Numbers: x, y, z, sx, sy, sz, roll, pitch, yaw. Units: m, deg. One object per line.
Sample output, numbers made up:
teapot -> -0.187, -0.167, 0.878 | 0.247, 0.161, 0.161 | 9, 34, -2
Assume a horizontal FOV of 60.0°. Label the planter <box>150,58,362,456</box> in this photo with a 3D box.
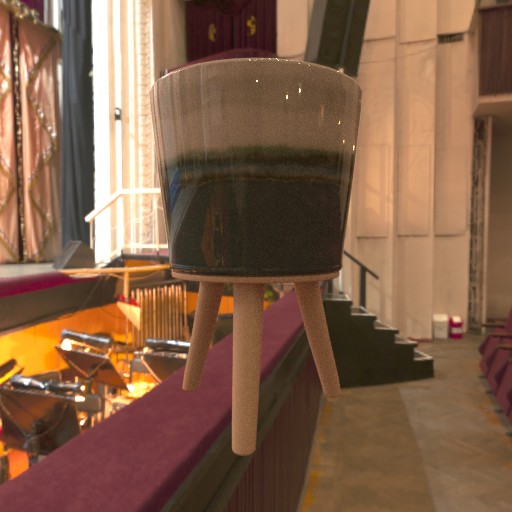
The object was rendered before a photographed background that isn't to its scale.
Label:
planter -> 0.000, 0.000, 0.471 | 0.217, 0.331, 0.217 | 1, 3, 19
